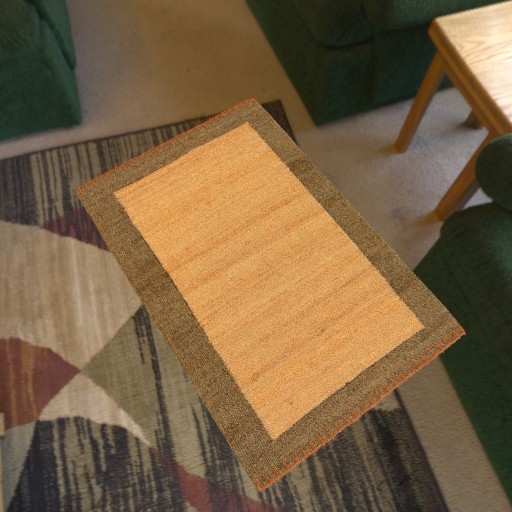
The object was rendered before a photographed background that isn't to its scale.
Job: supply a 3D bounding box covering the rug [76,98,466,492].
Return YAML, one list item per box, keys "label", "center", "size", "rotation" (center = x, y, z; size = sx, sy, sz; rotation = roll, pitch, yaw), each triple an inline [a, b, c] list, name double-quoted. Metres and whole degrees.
- label: "rug"
  center: [0.000, 0.000, 2.301]
  size: [1.220, 0.019, 1.838]
  rotation: [-32, 69, -14]
